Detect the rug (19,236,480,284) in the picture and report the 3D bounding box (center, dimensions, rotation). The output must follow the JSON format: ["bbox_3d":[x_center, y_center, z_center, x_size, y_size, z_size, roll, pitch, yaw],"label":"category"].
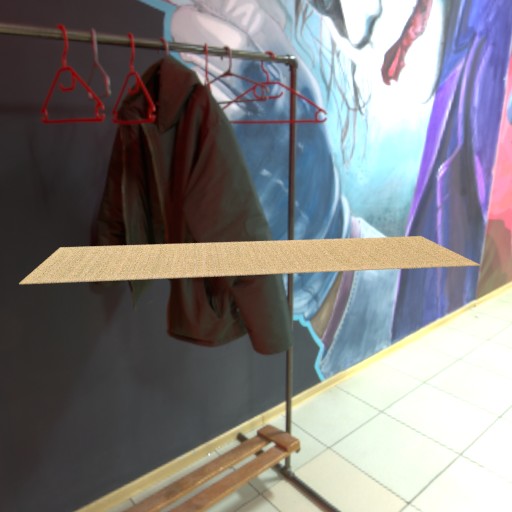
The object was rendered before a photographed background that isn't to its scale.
[{"bbox_3d":[0.000,0.000,2.656,2.437,0.006,0.686,-2,16,-7],"label":"rug"}]
